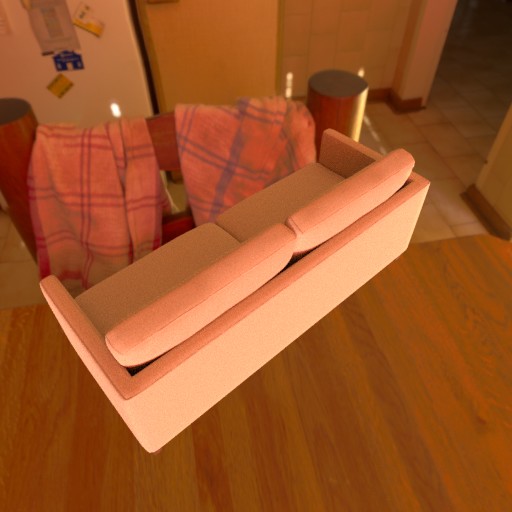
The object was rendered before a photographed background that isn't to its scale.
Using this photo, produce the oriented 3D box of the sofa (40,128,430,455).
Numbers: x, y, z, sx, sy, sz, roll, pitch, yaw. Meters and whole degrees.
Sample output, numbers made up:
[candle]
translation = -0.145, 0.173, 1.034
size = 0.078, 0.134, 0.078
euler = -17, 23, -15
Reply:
[sofa]
translation = 0.000, 0.000, 2.875
size = 2.361, 0.968, 0.951
euler = -33, 55, -27
